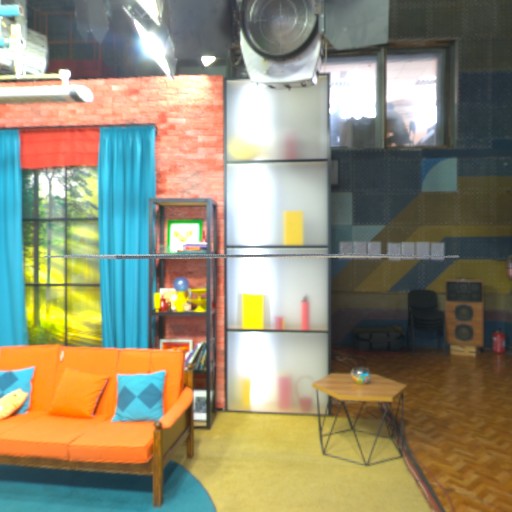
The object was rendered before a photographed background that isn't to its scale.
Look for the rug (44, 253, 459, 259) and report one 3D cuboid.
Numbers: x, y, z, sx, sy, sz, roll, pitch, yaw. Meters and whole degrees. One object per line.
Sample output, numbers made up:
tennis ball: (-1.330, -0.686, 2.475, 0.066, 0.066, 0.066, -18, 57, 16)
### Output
rug: (0.000, 0.000, 2.332, 1.853, 0.022, 1.174, 0, 0, -35)
